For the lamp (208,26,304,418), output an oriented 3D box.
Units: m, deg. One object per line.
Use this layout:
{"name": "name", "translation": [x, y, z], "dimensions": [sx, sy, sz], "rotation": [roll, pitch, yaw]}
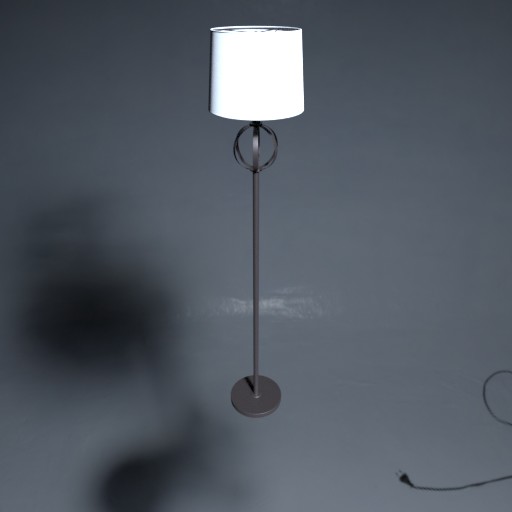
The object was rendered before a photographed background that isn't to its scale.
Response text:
{"name": "lamp", "translation": [0.000, 0.000, 1.602], "dimensions": [0.286, 1.462, 0.286], "rotation": [1, 31, 1]}
